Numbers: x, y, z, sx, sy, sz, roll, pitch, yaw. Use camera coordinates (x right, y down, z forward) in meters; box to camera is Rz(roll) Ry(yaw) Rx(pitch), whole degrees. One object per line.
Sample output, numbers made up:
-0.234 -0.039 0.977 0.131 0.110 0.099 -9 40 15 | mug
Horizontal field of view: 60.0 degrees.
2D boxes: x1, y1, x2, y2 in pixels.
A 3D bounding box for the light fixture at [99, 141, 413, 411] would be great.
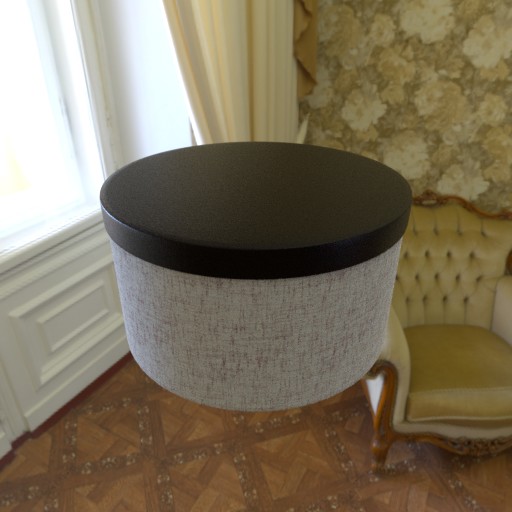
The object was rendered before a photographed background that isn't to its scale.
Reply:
0.000 0.000 0.630 0.389 0.229 0.389 0 29 0 | light fixture
